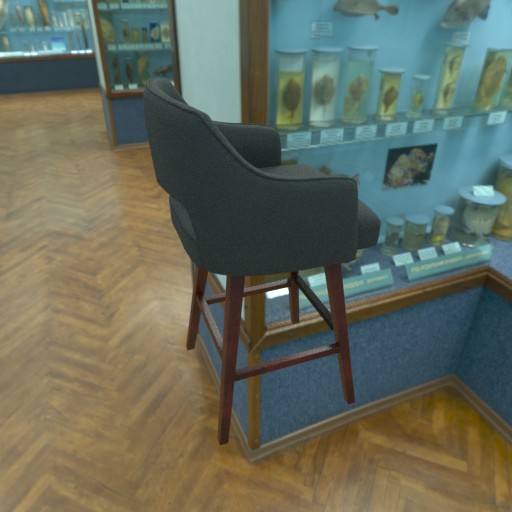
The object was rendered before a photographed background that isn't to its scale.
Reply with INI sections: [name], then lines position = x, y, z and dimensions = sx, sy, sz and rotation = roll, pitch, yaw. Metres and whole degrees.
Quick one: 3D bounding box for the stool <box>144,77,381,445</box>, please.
[stool]
position = 0.000, 0.000, 1.355
dimensions = 0.558, 1.012, 0.548
rotation = -11, 33, -17
